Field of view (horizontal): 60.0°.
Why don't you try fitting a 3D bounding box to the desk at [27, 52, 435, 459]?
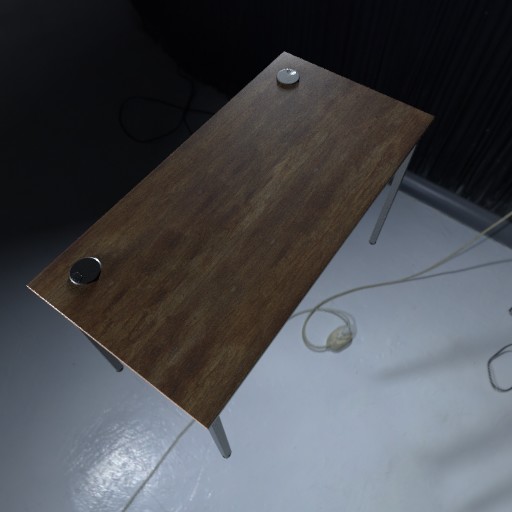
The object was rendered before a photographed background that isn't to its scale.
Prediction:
[{"bbox_3d":[0.000,0.000,1.624,0.600,0.749,1.200,32,64,17],"label":"desk"}]
